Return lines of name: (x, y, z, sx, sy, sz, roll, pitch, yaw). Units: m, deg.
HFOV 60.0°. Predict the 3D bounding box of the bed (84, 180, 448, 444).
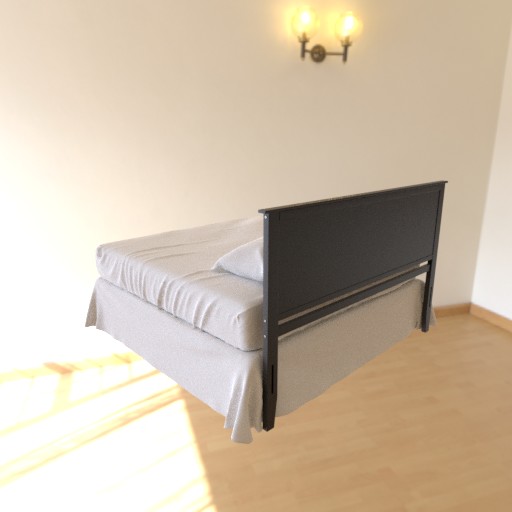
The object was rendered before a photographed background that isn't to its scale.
bed: (0.000, 0.000, 3.725, 2.315, 1.271, 2.219, -14, 21, -41)
